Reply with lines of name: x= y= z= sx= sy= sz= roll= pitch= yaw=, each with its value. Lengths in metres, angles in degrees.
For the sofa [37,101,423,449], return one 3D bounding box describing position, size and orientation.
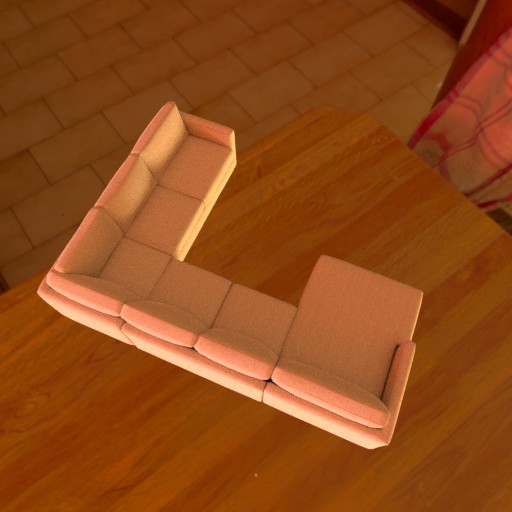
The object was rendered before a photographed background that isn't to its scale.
sofa: x=0.000 y=0.000 z=4.619 sx=3.460 sy=0.961 sz=2.594 roll=21 pitch=66 yaw=10
